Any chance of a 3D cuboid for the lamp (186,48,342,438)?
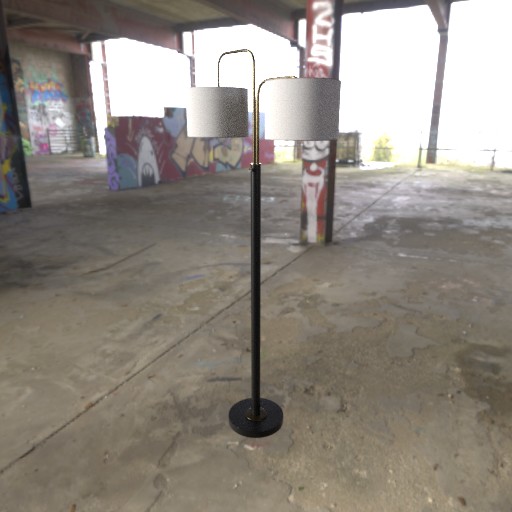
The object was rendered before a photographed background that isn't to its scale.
[{"bbox_3d":[0.000,0.000,1.833,0.254,1.587,0.711,-15,22,-41],"label":"lamp"}]
